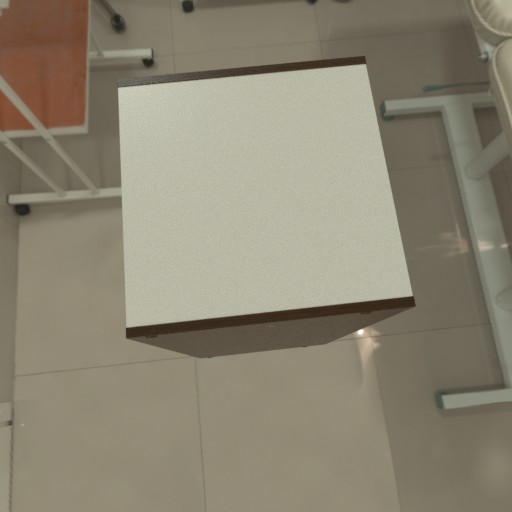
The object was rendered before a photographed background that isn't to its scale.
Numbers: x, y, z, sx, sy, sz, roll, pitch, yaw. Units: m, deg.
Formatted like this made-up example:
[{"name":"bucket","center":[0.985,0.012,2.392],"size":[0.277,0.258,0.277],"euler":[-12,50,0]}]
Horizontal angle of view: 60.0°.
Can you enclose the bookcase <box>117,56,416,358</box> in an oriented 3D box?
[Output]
[{"name":"bookcase","center":[0.000,0.000,0.768],"size":[0.290,0.600,0.300],"euler":[-6,75,-2]}]
